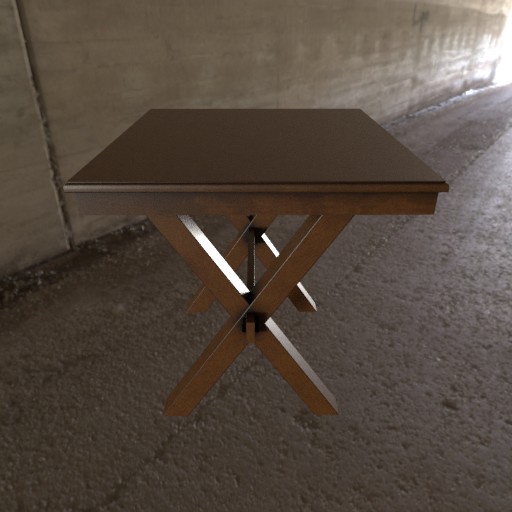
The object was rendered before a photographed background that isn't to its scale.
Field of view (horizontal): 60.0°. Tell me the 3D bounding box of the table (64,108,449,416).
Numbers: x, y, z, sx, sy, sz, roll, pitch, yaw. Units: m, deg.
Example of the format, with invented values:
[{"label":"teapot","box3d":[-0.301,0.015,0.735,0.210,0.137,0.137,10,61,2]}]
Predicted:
[{"label":"table","box3d":[0.000,0.000,1.037,0.560,0.562,0.602,0,28,0]}]
